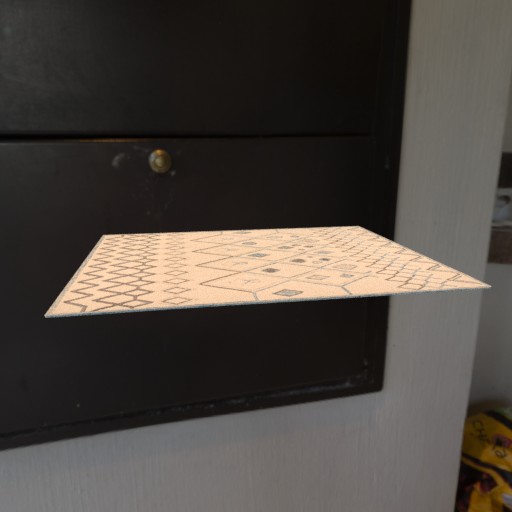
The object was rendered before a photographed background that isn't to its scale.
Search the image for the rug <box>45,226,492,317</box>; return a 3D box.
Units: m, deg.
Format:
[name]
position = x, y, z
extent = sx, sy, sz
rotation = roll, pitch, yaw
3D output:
[rug]
position = 0.000, 0.000, 4.108
extent = 3.056, 0.013, 2.441
rotation = -3, 15, -10
